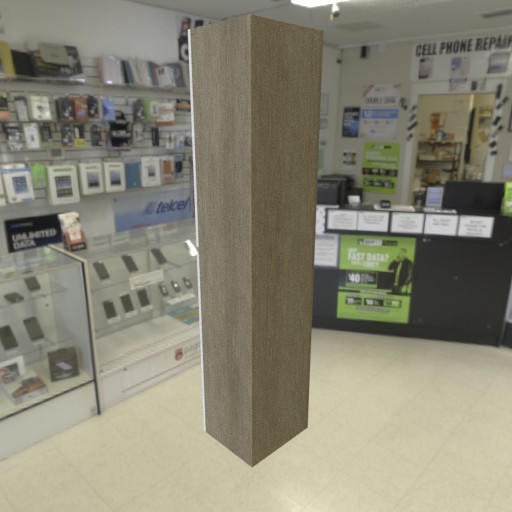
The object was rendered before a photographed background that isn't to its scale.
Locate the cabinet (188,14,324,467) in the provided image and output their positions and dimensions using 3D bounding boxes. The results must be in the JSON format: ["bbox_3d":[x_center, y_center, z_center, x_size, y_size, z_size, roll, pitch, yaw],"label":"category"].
[{"bbox_3d":[0.000,0.000,1.517,0.300,1.400,0.270,-16,23,-42],"label":"cabinet"}]
